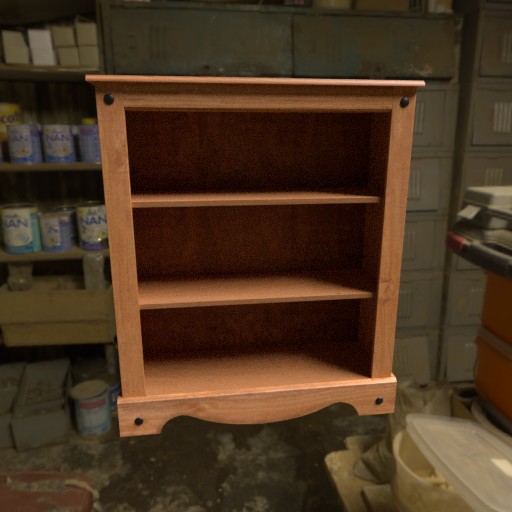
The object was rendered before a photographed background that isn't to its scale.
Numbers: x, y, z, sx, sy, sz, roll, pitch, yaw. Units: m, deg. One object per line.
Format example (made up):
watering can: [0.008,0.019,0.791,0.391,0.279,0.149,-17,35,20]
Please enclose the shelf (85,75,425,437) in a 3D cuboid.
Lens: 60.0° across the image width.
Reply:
shelf: [0.000,0.000,1.348,0.840,0.980,0.291,-2,15,-8]
